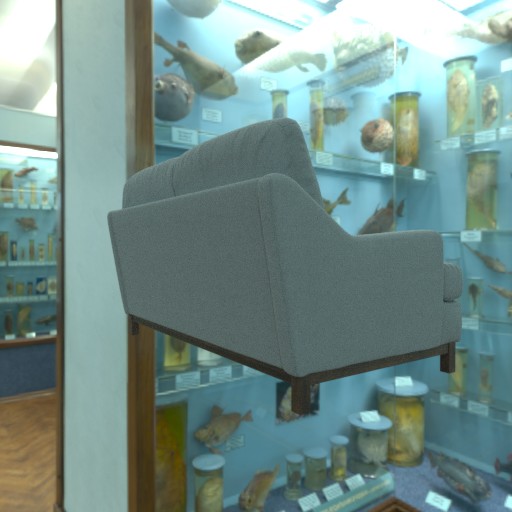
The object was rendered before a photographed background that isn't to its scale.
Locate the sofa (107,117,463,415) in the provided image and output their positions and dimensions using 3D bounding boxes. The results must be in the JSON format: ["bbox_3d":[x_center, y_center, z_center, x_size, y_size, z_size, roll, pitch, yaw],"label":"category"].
[{"bbox_3d":[0.000,0.000,2.148,0.987,0.921,1.589,-1,1,-35],"label":"sofa"}]
